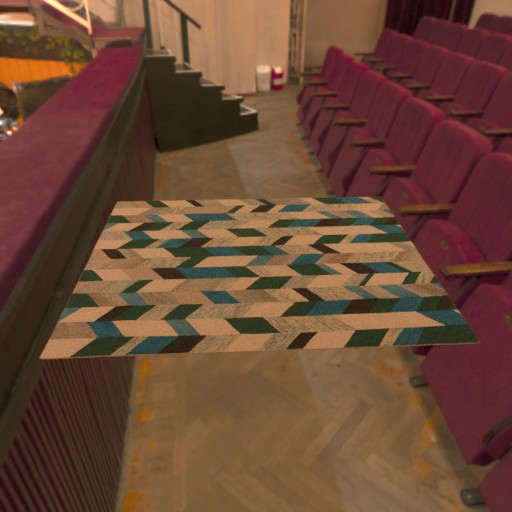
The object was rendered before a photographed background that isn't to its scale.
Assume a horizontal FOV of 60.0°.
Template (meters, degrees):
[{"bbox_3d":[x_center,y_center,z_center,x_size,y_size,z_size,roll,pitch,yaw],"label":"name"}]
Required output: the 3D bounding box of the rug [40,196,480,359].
[{"bbox_3d":[0.000,0.000,4.060,3.036,0.008,2.440,-1,32,-2],"label":"rug"}]
